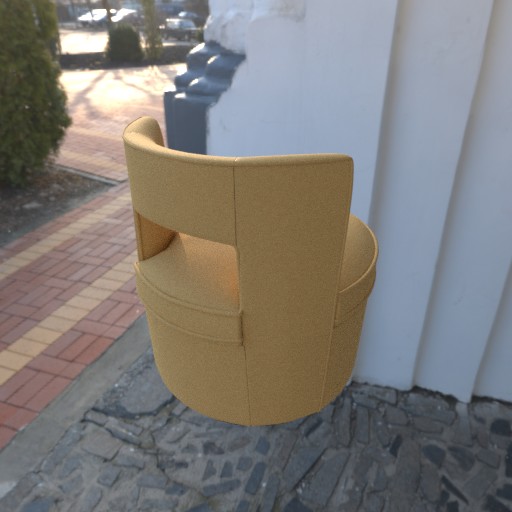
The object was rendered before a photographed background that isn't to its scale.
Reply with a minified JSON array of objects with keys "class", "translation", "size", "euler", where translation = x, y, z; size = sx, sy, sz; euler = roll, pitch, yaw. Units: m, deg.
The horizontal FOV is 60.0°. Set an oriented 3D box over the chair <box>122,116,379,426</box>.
[{"class":"chair","translation":[0.000,0.000,1.231],"size":[0.650,0.723,0.665],"euler":[21,35,33]}]
